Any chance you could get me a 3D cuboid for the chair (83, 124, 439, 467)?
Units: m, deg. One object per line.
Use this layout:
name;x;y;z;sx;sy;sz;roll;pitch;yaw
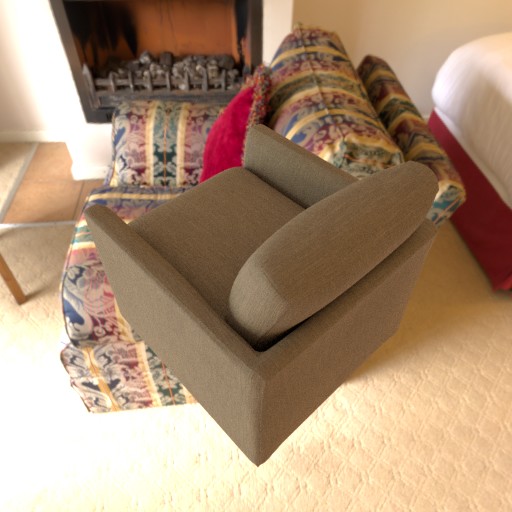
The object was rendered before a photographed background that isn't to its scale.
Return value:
chair;0.000;0.000;1.483;0.763;0.811;0.834;-34;55;-28
